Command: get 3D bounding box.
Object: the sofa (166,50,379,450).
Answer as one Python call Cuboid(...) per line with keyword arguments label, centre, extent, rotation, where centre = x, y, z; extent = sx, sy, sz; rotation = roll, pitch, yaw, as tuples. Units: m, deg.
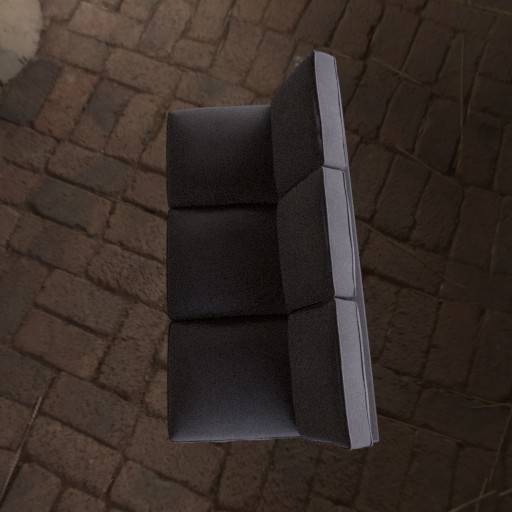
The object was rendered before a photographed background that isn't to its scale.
Cuboid(label="sofa", centre=(0.000, 0.000, 2.514), extent=(1.027, 0.973, 1.962), rotation=(-3, 75, -1))
